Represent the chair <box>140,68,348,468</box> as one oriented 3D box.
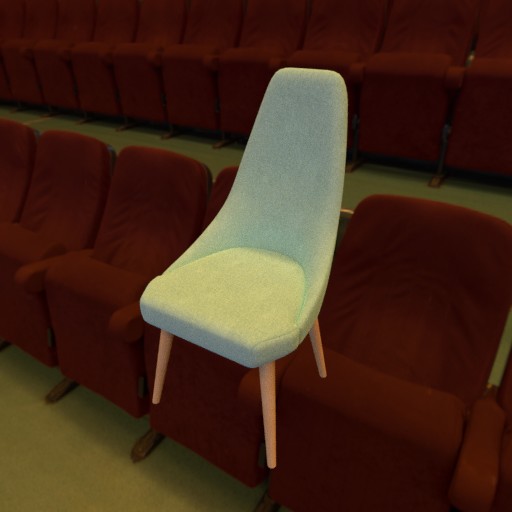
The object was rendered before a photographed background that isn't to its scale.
[{"bbox_3d":[0.000,0.000,1.401,0.510,1.040,0.660,17,33,28],"label":"chair"}]
